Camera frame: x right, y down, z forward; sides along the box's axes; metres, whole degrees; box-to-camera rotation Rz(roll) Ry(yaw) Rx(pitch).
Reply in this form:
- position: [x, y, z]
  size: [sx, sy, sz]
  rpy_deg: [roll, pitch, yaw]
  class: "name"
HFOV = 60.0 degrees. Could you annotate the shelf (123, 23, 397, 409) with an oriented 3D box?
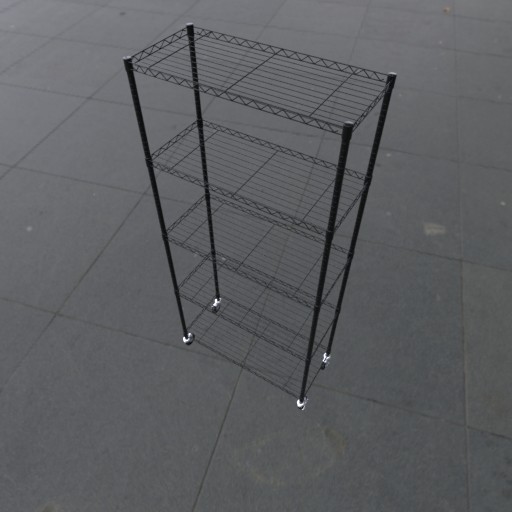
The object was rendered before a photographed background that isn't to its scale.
- position: [0.000, 0.000, 1.903]
  size: [0.762, 1.645, 0.356]
  rpy_deg: [24, 52, 21]
  class: "shelf"
